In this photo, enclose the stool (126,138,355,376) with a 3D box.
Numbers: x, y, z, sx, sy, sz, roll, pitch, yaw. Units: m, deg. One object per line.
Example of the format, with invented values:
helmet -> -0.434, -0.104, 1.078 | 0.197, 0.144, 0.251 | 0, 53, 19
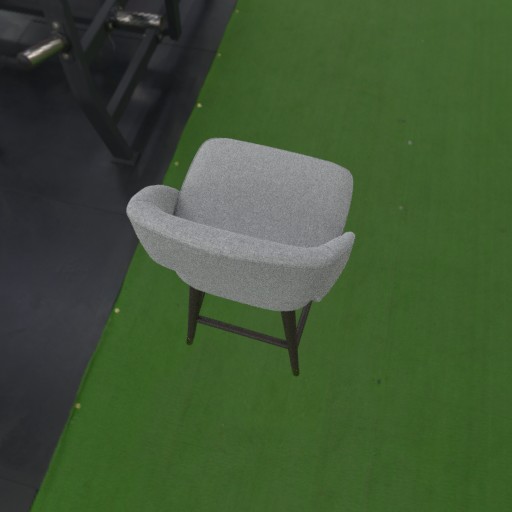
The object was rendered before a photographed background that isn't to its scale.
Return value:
stool -> 0.000, 0.000, 1.311 | 0.494, 1.037, 0.509 | 15, 65, 7
